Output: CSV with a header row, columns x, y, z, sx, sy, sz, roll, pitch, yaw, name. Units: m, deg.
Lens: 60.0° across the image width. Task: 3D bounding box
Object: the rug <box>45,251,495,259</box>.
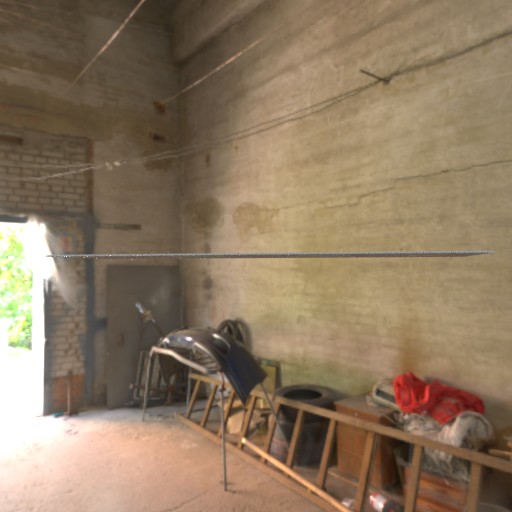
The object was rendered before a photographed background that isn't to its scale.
x,y,z,sx,sy,sz,roll,pitch,yaw,name
0.000,0.000,2.503,2.294,0.011,0.666,0,-2,16,rug
